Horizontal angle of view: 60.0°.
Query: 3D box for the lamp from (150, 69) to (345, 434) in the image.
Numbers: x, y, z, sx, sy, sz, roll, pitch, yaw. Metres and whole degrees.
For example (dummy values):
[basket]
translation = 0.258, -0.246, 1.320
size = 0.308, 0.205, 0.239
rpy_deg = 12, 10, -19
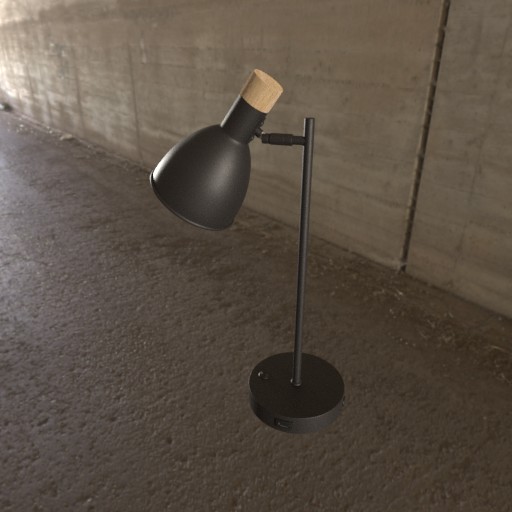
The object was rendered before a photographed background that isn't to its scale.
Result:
[lamp]
translation = 0.000, 0.000, 0.621
size = 0.287, 0.483, 0.152
rpy_deg = 8, 27, 16
